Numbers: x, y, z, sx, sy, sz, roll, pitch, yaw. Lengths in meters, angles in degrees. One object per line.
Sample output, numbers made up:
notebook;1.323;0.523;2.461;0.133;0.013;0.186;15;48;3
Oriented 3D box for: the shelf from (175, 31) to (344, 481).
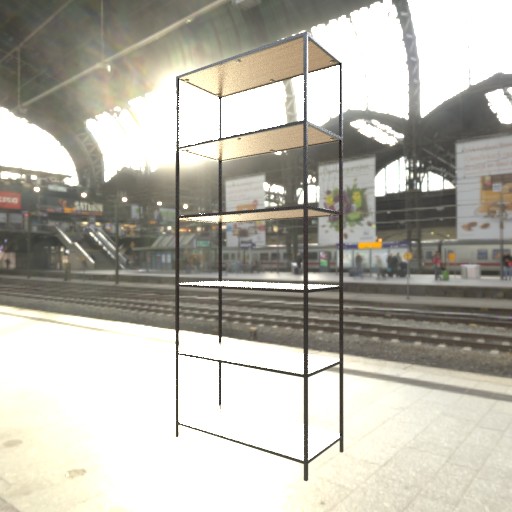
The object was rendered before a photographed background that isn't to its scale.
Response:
shelf;0.000;0.000;2.188;0.770;1.850;0.350;0;-1;36
